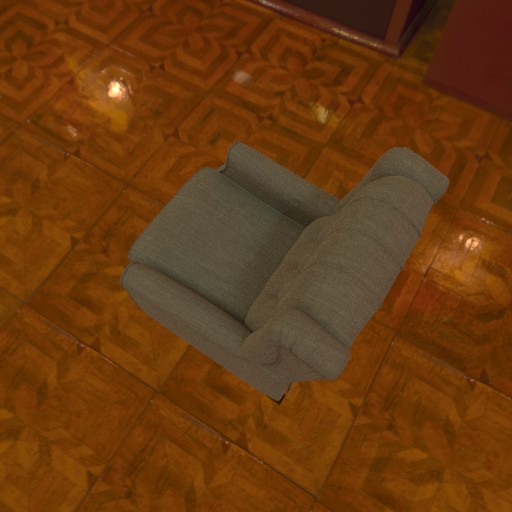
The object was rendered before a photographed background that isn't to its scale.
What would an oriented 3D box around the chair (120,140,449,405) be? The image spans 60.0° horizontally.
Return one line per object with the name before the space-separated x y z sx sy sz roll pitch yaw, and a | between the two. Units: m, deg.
chair | 0.000 0.000 1.635 0.898 1.035 0.742 31 68 14
